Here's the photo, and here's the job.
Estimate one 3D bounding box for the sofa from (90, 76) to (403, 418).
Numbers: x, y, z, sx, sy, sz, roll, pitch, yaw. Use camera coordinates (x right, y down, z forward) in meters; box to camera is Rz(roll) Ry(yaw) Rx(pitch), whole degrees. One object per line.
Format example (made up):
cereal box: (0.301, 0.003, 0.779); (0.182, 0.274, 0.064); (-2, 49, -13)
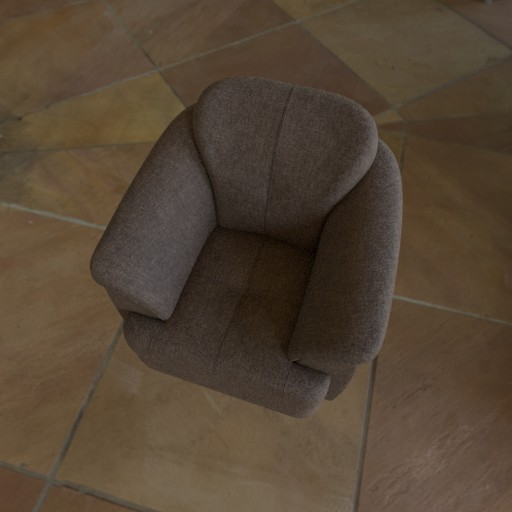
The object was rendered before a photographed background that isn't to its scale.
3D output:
sofa: (0.000, 0.000, 1.480); (0.870, 0.811, 0.794); (16, 59, 10)
